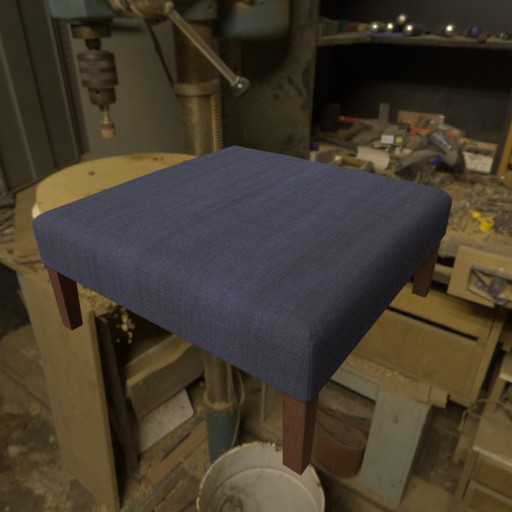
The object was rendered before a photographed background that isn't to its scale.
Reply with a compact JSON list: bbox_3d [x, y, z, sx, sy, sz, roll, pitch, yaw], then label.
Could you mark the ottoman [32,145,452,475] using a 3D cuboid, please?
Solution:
[{"bbox_3d":[0.000,0.000,1.372,0.889,0.411,0.890,20,35,31],"label":"ottoman"}]
